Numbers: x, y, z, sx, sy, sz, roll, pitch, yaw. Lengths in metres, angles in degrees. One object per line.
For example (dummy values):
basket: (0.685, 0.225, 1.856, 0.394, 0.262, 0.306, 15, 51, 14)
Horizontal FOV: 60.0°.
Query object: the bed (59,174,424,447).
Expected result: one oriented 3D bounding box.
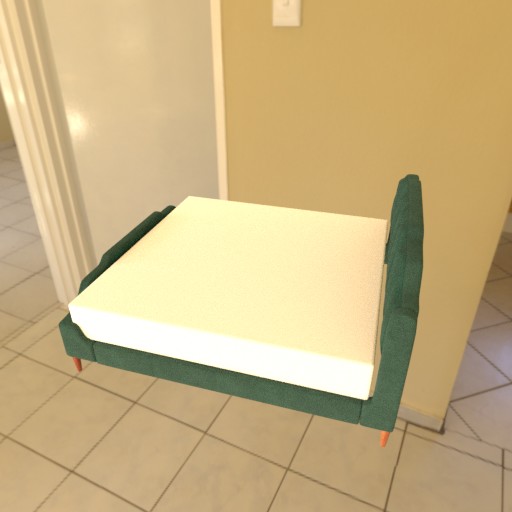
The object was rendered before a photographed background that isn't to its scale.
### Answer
bed: (0.000, 0.000, 3.569, 2.340, 1.245, 2.074, 9, 31, 14)
